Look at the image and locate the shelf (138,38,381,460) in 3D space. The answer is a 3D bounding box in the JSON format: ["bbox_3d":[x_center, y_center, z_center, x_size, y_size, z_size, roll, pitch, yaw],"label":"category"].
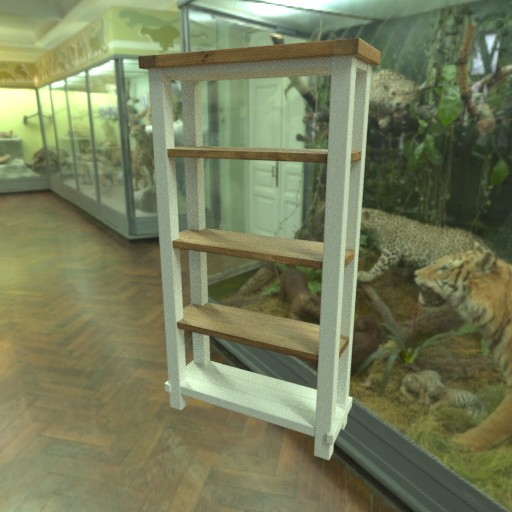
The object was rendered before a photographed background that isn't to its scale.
[{"bbox_3d":[0.000,0.000,2.245,1.022,1.878,0.381,8,18,25],"label":"shelf"}]
